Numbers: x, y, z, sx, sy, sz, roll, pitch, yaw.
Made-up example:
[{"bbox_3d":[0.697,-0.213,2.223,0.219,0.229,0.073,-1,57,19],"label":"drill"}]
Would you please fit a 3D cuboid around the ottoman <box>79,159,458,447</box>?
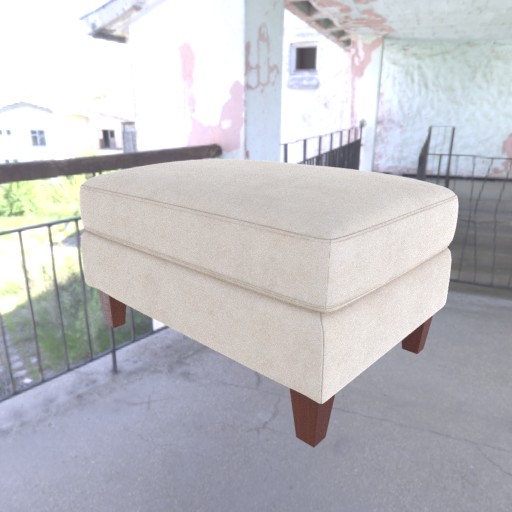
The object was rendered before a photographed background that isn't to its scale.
[{"bbox_3d":[0.000,0.000,1.200,0.864,0.483,0.584,16,24,40],"label":"ottoman"}]
